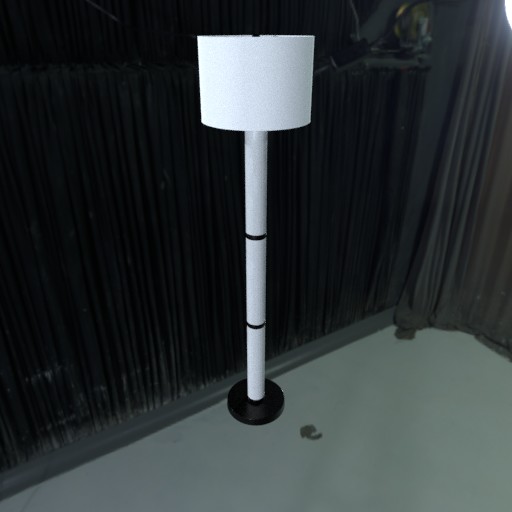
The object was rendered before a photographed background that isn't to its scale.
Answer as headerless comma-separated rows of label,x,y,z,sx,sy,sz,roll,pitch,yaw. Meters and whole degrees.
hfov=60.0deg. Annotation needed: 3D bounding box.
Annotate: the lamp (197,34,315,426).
lamp,0.000,0.000,1.785,0.377,1.599,0.377,-18,32,-31
